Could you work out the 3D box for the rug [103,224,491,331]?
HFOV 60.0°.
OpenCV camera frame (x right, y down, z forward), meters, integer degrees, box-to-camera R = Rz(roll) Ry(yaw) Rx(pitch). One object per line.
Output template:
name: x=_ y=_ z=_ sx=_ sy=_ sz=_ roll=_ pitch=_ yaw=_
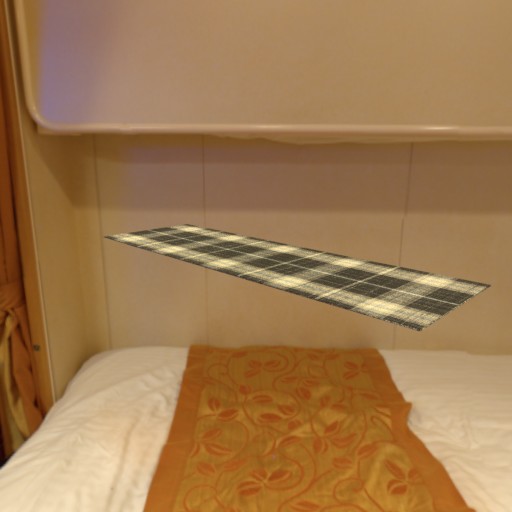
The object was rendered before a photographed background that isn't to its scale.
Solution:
rug: x=0.000 y=0.000 z=2.696 sx=2.434 sy=0.012 sz=0.760 roll=13 pitch=19 yaw=43
